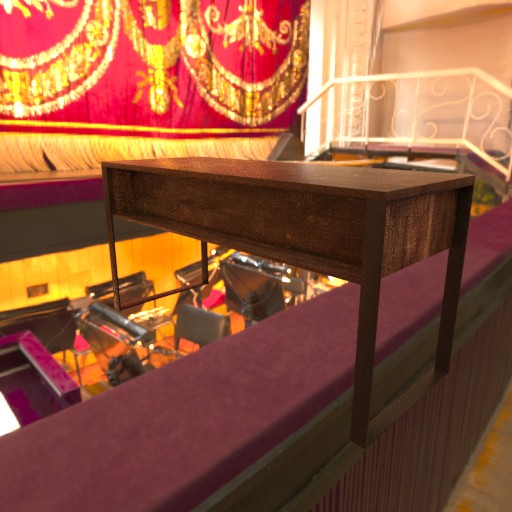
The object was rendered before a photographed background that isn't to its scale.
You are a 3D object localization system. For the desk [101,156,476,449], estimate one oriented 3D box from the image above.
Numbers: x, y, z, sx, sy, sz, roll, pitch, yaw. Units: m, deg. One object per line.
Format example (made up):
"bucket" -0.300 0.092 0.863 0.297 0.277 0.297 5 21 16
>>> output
"desk" 0.000 0.000 1.930 0.599 0.762 1.524 -15 22 -43
